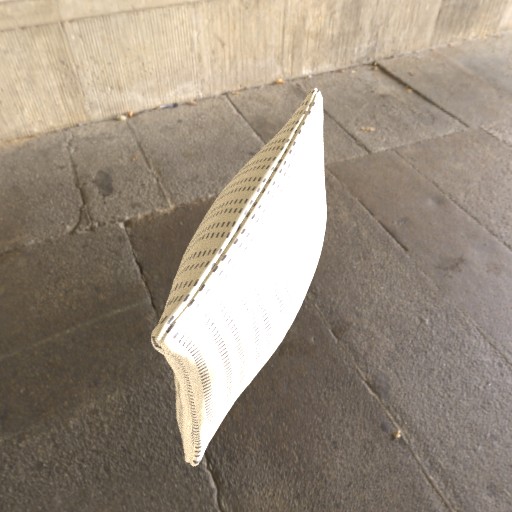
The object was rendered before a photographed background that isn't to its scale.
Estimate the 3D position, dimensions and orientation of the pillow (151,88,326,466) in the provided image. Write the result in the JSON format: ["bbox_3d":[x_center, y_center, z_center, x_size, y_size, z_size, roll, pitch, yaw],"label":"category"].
[{"bbox_3d":[0.000,0.000,0.796,0.210,0.353,0.640,15,48,14],"label":"pillow"}]
